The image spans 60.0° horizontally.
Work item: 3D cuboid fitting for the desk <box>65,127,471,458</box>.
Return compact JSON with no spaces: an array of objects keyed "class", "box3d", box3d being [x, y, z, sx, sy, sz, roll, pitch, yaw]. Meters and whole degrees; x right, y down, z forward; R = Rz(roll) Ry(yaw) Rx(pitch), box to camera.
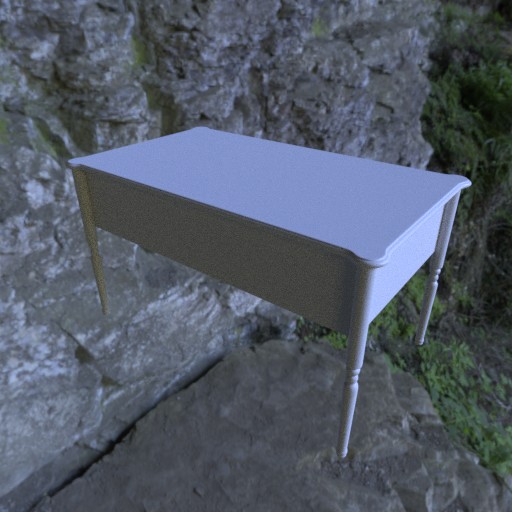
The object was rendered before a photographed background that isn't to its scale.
[{"class":"desk","box3d":[0.000,0.000,1.878,1.380,0.762,0.807,21,35,33]}]
